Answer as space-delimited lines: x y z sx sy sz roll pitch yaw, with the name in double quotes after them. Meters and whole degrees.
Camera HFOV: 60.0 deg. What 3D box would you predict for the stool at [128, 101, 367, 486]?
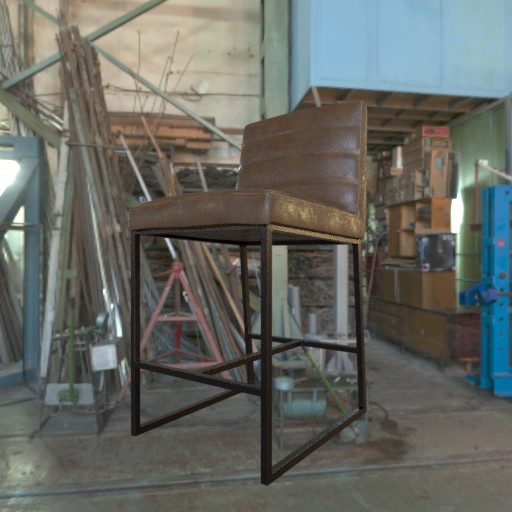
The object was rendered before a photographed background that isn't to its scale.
0.000 0.000 1.247 0.463 0.942 0.562 0 0 36 "stool"
